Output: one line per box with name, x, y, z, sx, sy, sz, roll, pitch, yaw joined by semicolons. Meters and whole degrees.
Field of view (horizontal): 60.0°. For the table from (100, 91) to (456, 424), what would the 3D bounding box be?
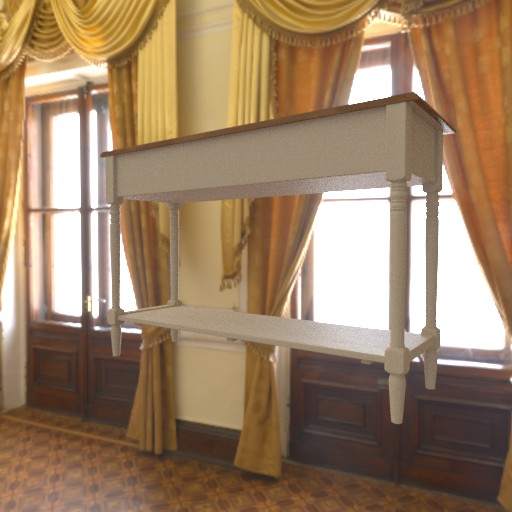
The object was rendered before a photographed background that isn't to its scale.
table;0.000;0.000;1.557;1.219;0.800;0.399;1;2;36
